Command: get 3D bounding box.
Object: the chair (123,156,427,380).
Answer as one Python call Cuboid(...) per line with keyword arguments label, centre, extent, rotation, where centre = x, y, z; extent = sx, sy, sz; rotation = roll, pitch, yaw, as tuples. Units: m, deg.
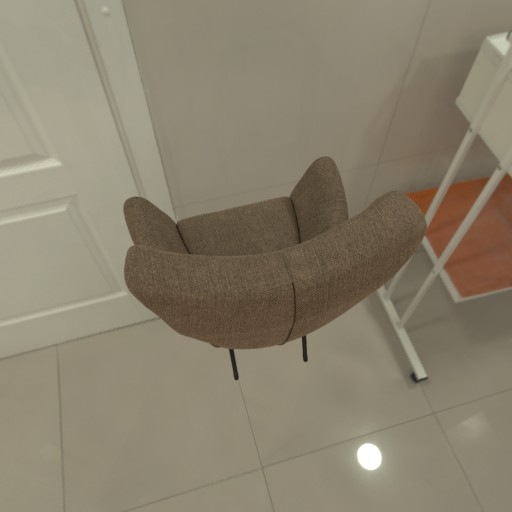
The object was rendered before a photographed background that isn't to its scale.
Cuboid(label="chair", centre=(0.000, 0.000, 1.819), extent=(0.980, 1.040, 0.900), rotation=(-14, 58, -9))
